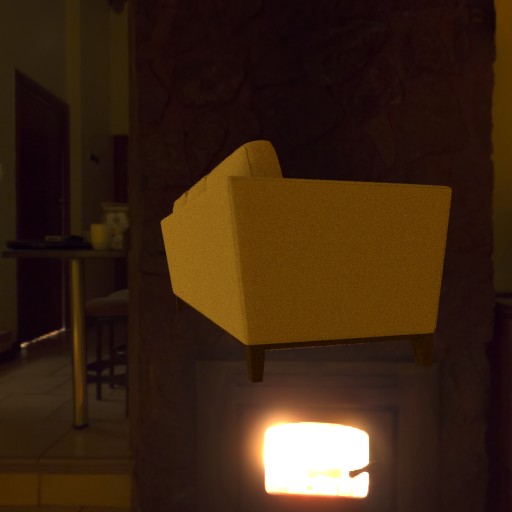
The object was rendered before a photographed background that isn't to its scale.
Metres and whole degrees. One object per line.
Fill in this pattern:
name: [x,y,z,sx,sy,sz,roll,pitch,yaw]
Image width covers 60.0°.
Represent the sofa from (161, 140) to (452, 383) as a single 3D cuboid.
sofa: [0.000,0.000,2.826,0.965,0.940,2.388,0,1,-18]
